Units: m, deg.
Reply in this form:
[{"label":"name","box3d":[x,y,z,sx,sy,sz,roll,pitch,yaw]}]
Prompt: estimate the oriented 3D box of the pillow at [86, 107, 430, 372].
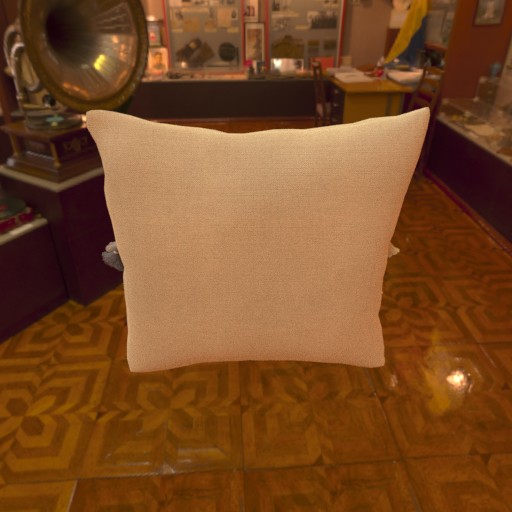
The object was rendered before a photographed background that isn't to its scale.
[{"label":"pillow","box3d":[0.000,0.000,0.733,0.489,0.481,0.165,-1,31,-1]}]
